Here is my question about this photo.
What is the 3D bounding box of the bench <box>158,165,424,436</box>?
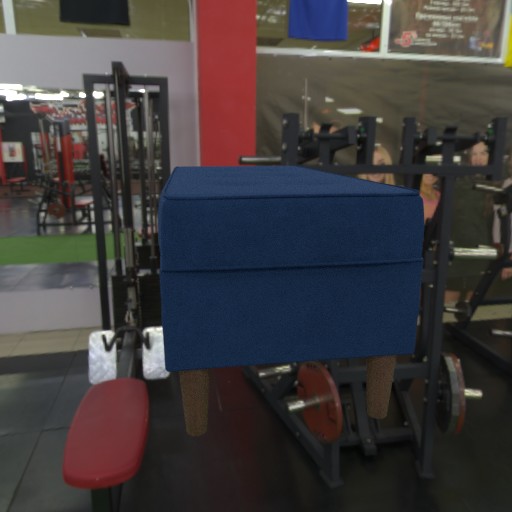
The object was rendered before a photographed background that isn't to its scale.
[{"bbox_3d":[0.000,0.000,1.283,0.489,0.467,1.010,-2,14,-8],"label":"bench"}]
